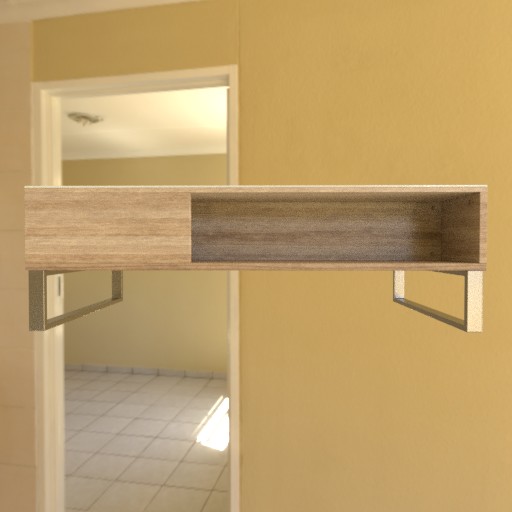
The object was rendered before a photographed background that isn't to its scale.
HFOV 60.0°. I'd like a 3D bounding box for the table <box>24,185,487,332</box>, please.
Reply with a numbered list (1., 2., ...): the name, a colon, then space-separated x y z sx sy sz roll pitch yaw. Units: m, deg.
1. table: 0.000 0.000 1.356 1.100 0.350 0.600 0 1 1
